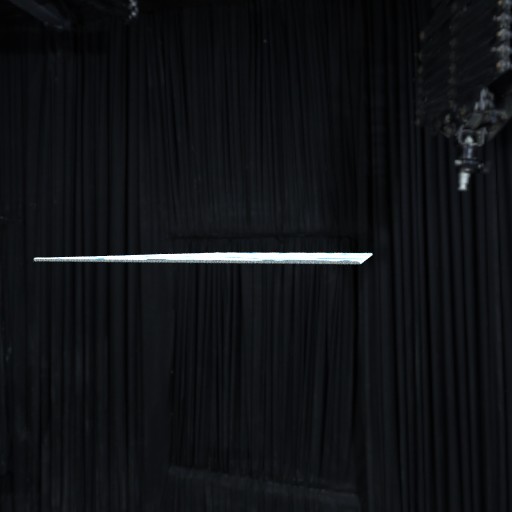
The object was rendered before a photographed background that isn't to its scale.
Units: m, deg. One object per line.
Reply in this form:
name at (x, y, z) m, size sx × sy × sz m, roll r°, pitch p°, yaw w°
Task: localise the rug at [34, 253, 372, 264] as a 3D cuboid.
rug at (0.000, 0.000, 3.078) m, size 1.518 × 0.015 × 2.438 m, roll 0°, pitch 1°, yaw 16°
